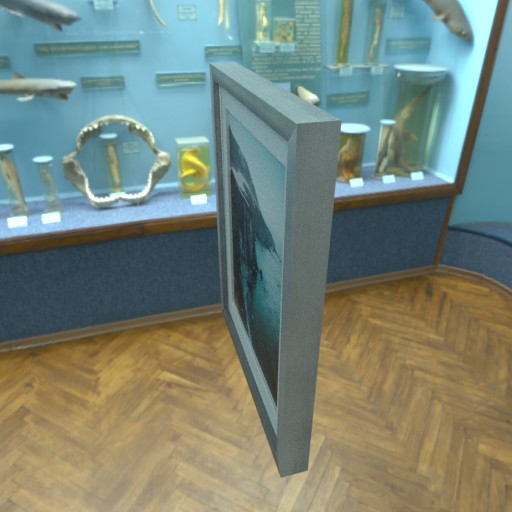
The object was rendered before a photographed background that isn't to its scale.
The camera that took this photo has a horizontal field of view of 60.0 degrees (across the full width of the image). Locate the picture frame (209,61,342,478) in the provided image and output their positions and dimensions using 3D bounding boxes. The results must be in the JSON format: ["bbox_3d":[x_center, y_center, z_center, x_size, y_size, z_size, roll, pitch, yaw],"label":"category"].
[{"bbox_3d":[0.000,0.000,0.753,0.046,0.555,0.449,-8,32,-14],"label":"picture frame"}]
